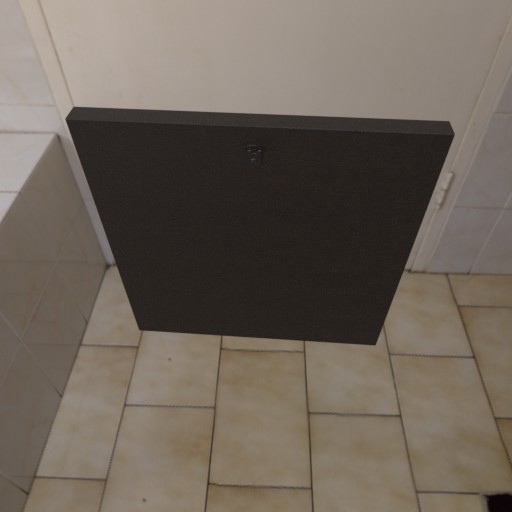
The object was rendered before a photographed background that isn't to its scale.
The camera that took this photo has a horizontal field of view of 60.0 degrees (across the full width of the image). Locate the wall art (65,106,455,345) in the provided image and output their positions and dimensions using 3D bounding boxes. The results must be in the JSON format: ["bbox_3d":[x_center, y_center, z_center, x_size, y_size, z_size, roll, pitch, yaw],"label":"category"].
[{"bbox_3d":[0.000,0.000,0.526,0.349,0.349,0.038,3,47,3],"label":"wall art"}]
